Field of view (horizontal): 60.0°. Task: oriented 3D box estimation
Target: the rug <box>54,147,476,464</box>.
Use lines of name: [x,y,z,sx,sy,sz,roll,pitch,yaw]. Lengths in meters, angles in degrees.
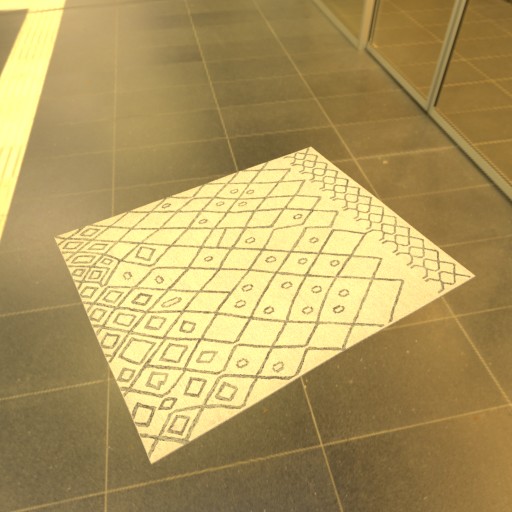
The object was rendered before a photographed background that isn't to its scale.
rug: [0.000,0.000,4.077,3.046,0.015,2.446,-24,51,-21]
